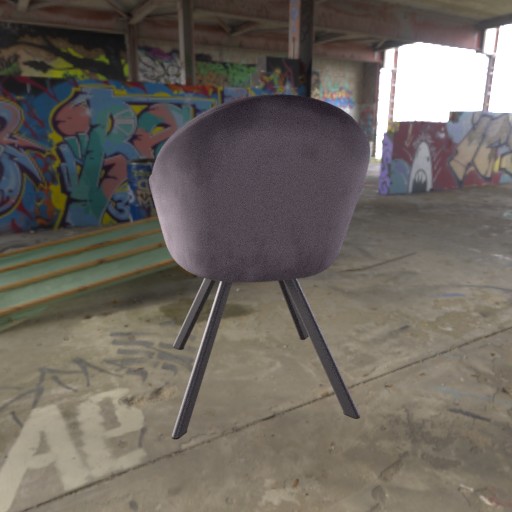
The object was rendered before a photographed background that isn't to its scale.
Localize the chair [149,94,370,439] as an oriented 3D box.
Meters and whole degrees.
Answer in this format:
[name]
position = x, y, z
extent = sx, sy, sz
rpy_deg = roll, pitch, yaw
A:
[chair]
position = 0.000, 0.000, 1.209
extent = 0.550, 0.795, 0.590
rpy_deg = -3, 16, -9
